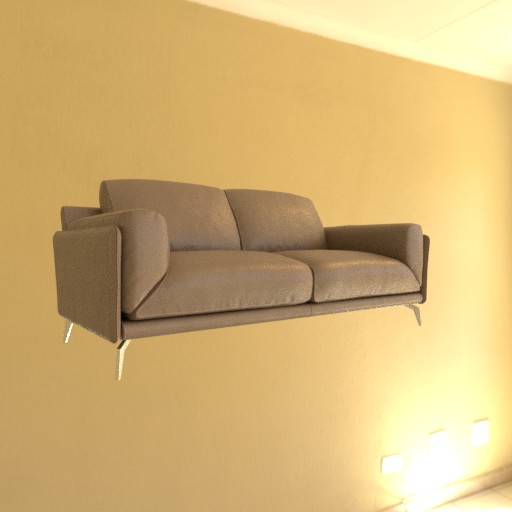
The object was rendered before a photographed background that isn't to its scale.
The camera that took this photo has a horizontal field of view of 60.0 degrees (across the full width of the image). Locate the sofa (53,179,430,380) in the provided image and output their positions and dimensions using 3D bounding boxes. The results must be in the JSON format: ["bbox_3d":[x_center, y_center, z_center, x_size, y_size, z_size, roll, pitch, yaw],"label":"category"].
[{"bbox_3d":[0.000,0.000,2.693,2.101,0.930,1.049,-1,1,-36],"label":"sofa"}]
